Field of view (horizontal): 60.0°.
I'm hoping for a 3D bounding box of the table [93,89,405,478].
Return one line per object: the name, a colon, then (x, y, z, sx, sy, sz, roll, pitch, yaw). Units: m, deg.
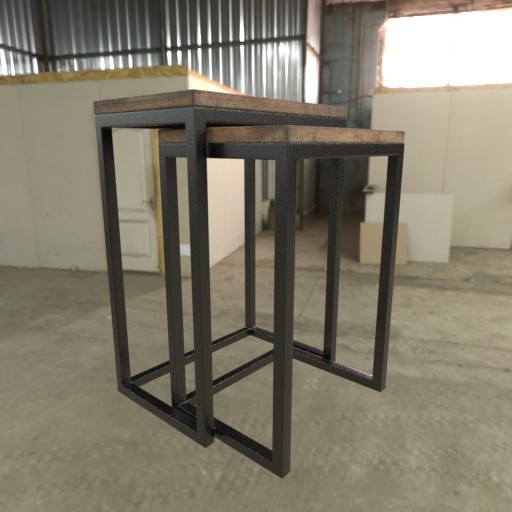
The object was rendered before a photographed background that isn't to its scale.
table: (0.000, 0.000, 0.934, 0.460, 0.615, 0.456, 13, 19, 42)
